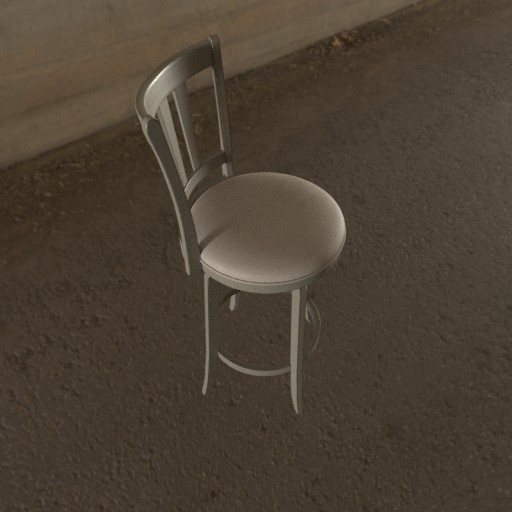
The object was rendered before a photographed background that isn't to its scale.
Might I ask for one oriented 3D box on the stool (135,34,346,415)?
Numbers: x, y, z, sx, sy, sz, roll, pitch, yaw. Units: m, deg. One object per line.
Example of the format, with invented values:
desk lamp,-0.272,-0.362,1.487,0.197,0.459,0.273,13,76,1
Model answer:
stool,0.000,0.000,1.273,0.475,1.042,0.436,9,46,9
